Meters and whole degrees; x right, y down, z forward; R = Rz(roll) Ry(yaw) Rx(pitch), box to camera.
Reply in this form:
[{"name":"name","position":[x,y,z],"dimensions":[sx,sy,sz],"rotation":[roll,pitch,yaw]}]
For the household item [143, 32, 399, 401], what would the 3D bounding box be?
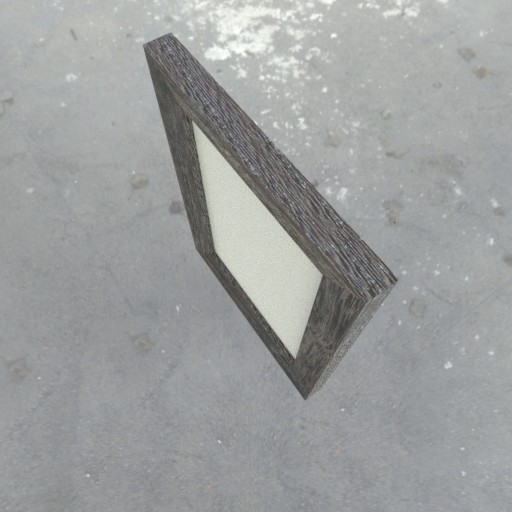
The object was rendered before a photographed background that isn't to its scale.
[{"name":"household item","position":[0.000,0.000,0.278],"dimensions":[0.020,0.210,0.160],"rotation":[-32,68,-15]}]
